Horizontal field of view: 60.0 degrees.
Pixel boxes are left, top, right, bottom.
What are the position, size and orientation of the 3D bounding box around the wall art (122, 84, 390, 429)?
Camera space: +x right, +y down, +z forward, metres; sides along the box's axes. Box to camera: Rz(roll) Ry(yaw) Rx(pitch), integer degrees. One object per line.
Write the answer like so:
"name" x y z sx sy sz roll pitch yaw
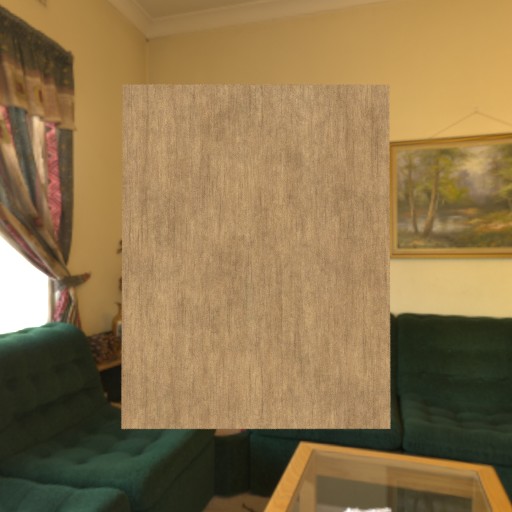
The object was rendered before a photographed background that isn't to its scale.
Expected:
"wall art" 0.000 0.000 0.892 0.534 0.686 0.018 0 -1 0
